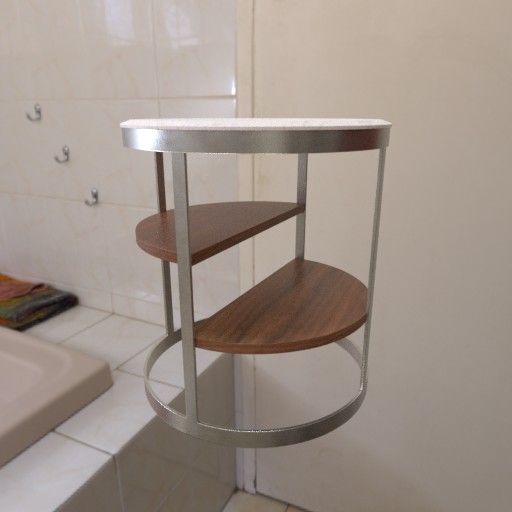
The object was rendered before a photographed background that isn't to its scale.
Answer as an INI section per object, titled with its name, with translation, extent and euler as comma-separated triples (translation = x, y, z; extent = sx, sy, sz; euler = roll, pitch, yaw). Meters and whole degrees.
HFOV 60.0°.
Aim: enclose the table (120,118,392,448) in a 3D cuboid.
[table]
translation = 0.000, 0.000, 0.756
extent = 0.407, 0.447, 0.407
euler = 0, 18, 0
